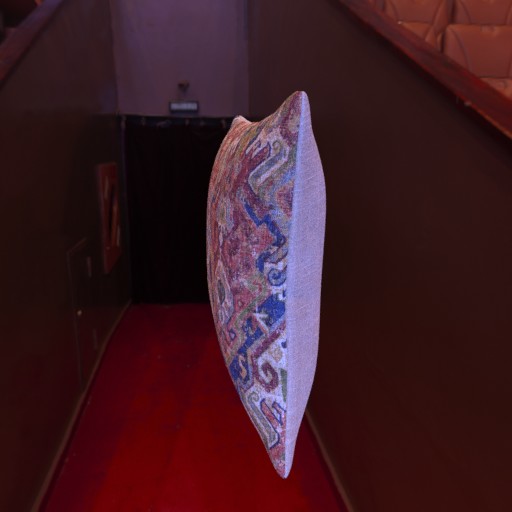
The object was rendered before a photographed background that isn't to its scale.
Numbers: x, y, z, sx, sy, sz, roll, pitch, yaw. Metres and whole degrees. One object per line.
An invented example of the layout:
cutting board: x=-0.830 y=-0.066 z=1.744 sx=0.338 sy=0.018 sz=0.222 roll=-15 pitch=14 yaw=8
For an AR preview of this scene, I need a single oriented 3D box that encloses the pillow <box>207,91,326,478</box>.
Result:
pillow: x=0.000 y=0.000 z=0.793 sx=0.166 sy=0.506 sz=0.523 roll=-3 pitch=15 yaw=-10
